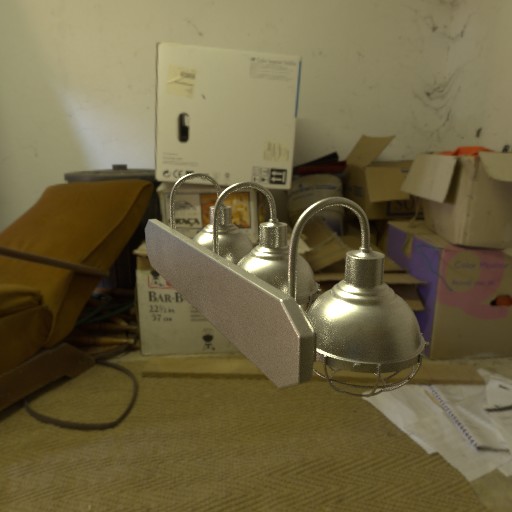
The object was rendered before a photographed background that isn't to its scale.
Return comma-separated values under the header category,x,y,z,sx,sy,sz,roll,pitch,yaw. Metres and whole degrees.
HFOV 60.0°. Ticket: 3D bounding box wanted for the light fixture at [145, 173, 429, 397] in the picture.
category,x,y,z,sx,sy,sz,roll,pitch,yaw
light fixture,0.000,0.000,0.759,0.229,0.254,0.634,-7,16,-26
